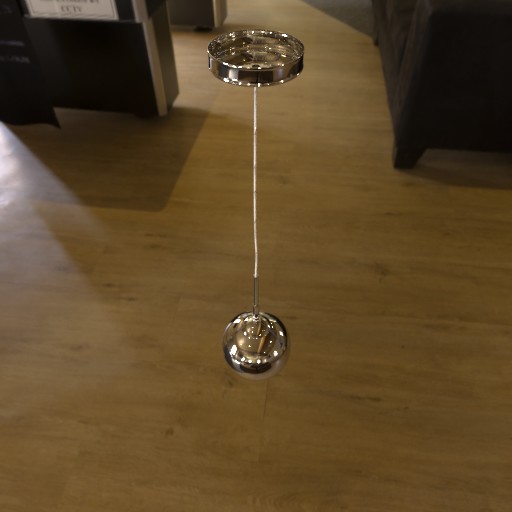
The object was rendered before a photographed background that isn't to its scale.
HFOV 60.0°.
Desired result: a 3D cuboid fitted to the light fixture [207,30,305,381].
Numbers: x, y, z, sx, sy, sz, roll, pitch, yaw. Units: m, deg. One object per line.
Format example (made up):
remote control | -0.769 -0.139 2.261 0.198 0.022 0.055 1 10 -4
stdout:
light fixture | 0.000 0.000 1.684 0.336 1.538 0.336 17 49 16
